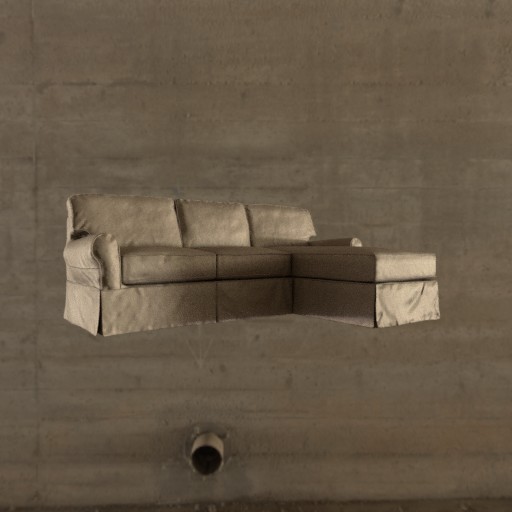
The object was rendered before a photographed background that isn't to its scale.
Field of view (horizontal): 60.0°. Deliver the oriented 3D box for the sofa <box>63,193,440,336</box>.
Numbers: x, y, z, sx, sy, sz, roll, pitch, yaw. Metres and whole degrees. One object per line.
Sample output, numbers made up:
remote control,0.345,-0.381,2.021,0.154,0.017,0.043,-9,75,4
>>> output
sofa,0.000,0.000,3.414,2.475,0.978,1.733,-1,1,-36
